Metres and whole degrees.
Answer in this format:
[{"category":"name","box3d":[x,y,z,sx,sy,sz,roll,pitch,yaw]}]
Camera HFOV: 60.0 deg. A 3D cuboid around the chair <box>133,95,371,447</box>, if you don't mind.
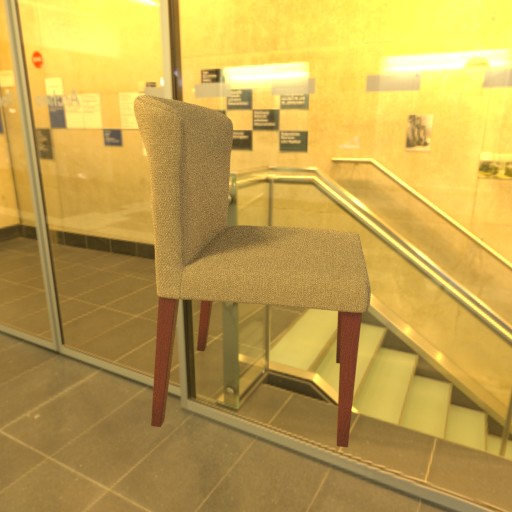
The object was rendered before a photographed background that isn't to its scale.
[{"category":"chair","box3d":[0.000,0.000,1.227,0.589,0.839,0.491,3,17,9]}]
